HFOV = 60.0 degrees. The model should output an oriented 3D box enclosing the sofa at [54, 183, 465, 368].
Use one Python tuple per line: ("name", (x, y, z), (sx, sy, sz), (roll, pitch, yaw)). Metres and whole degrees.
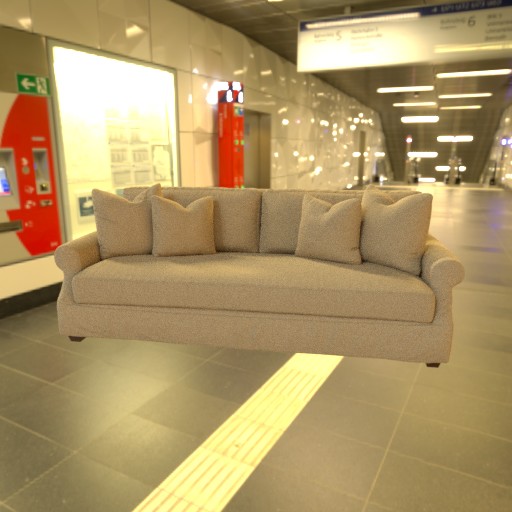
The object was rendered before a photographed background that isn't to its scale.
("sofa", (0.000, 0.000, 2.808), (2.285, 0.904, 1.067), (2, 13, 9))
